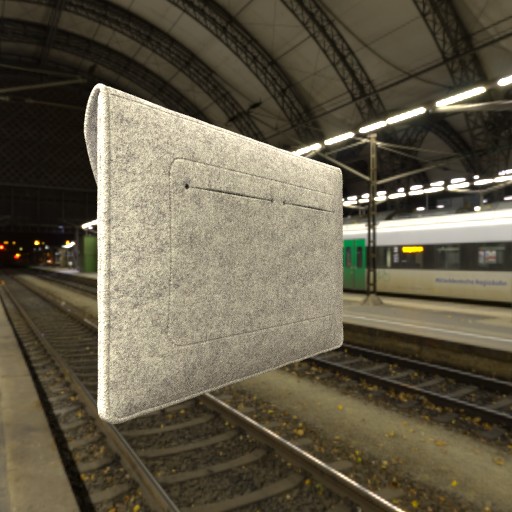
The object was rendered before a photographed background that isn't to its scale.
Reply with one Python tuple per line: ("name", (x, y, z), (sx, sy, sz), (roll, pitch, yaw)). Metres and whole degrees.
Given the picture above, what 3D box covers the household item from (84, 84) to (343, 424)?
("household item", (0.000, 0.000, 0.418), (0.057, 0.221, 0.335), (0, -1, 37))
